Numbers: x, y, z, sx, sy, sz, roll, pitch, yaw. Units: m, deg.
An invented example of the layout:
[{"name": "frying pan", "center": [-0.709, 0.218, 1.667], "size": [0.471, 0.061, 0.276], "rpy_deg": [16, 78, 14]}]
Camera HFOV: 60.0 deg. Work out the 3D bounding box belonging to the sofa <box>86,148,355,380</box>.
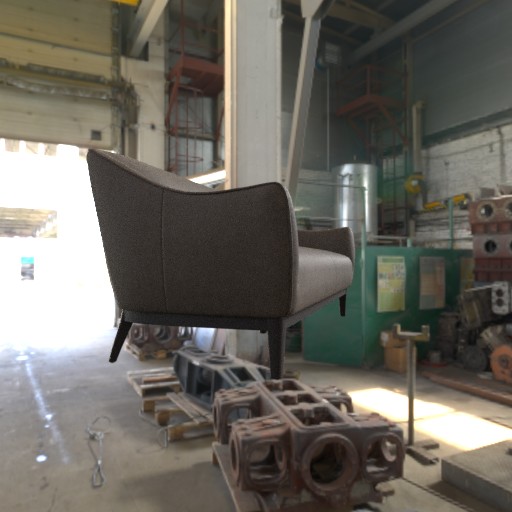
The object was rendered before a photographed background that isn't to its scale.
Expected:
[{"name": "sofa", "center": [0.000, 0.000, 2.381], "size": [0.869, 0.831, 1.928], "rpy_deg": [0, -1, 18]}]
